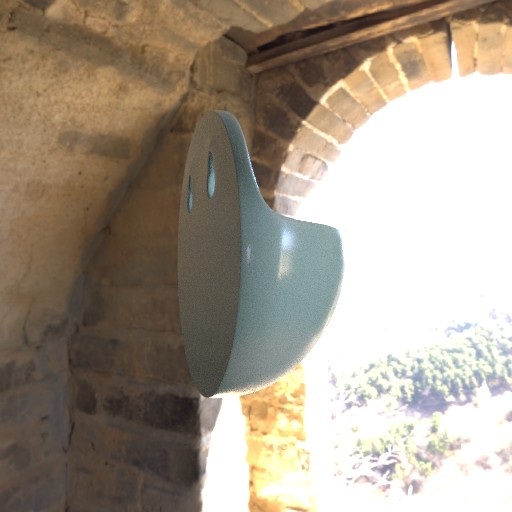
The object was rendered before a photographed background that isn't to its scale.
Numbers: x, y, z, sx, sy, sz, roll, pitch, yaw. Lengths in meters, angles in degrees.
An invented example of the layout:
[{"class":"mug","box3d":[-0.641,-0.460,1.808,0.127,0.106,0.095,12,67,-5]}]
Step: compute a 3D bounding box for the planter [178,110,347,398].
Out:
[{"class":"planter","box3d":[0.000,0.000,0.276,0.073,0.164,0.189,1,-2,-18]}]
